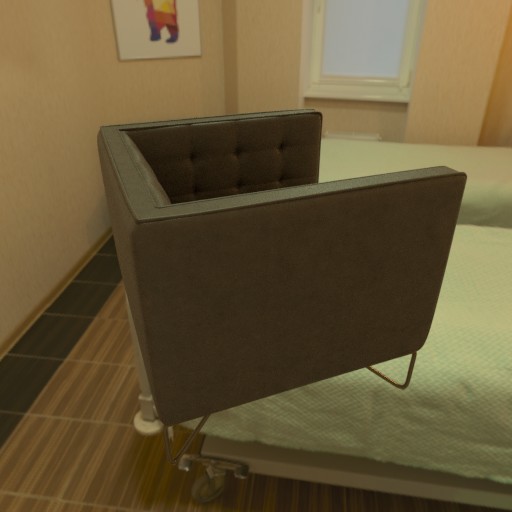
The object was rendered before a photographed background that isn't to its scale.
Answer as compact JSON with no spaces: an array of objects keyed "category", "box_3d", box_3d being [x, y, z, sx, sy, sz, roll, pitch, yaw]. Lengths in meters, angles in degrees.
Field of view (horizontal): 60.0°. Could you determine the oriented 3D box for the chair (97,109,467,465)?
[{"category":"chair","box_3d":[0.000,0.000,1.547,0.894,0.790,0.880,-11,32,-19]}]
